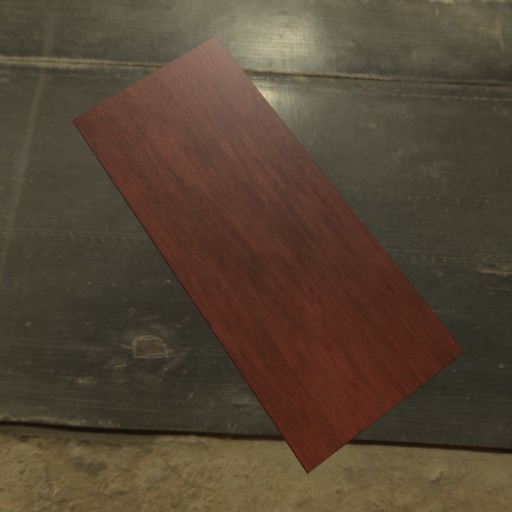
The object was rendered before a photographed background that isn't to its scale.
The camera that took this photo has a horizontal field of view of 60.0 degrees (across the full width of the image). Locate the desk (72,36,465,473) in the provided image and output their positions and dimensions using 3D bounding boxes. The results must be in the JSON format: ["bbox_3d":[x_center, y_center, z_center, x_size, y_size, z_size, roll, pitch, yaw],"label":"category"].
[{"bbox_3d":[0.000,0.000,1.810,0.600,0.761,1.372,-34,79,-8],"label":"desk"}]
